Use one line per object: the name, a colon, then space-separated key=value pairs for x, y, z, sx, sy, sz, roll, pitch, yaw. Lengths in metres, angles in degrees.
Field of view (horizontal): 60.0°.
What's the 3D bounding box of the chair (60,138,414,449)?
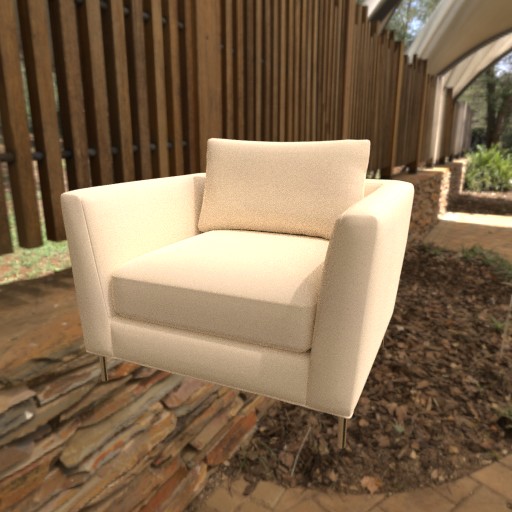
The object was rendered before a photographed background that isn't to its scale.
chair: x=0.000 y=0.000 z=1.694 sx=1.041 sy=0.865 sz=0.889 roll=7 pitch=17 yaw=23
